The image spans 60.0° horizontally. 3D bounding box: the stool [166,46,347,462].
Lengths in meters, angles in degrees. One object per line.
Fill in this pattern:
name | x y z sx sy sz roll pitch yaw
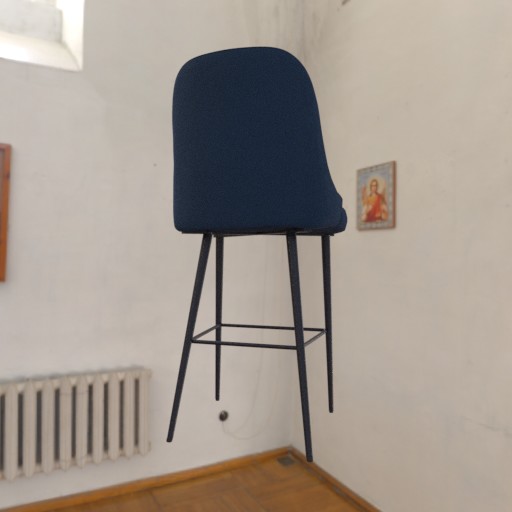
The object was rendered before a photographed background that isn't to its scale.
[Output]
stool | 0.000 0.000 1.388 0.527 1.079 0.489 0 0 17
